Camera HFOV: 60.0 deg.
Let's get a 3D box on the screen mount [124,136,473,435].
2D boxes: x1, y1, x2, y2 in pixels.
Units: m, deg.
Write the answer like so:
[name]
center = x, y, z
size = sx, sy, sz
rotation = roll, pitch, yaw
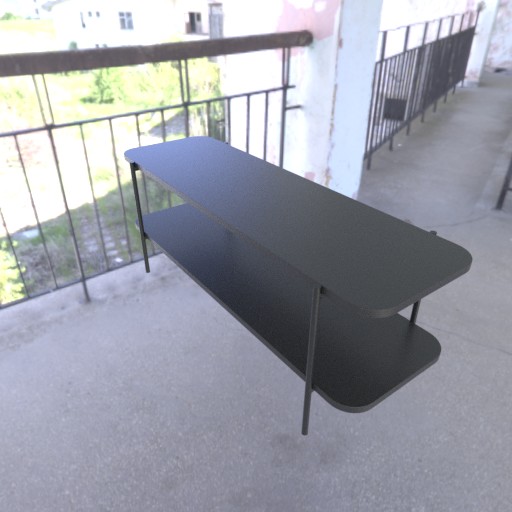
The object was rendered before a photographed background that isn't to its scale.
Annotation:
[screen mount]
center = 0.000, 0.000, 1.411
size = 0.400, 0.447, 1.200
rotation = -21, 37, -31
